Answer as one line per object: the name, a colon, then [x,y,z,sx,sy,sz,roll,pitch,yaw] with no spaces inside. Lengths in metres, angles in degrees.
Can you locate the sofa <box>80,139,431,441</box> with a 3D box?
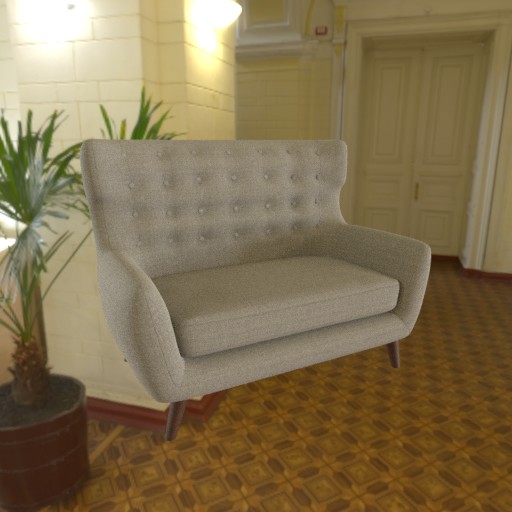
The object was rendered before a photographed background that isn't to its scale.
sofa: [0.000,0.000,2.015,1.386,1.028,0.884,-8,16,-27]
